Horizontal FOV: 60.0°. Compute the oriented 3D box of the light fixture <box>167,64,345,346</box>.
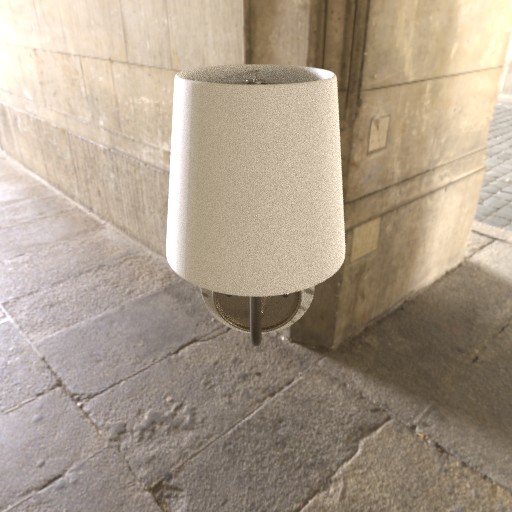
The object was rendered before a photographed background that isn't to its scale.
[{"bbox_3d":[0.000,0.000,0.437,0.168,0.337,0.188,1,29,1],"label":"light fixture"}]
